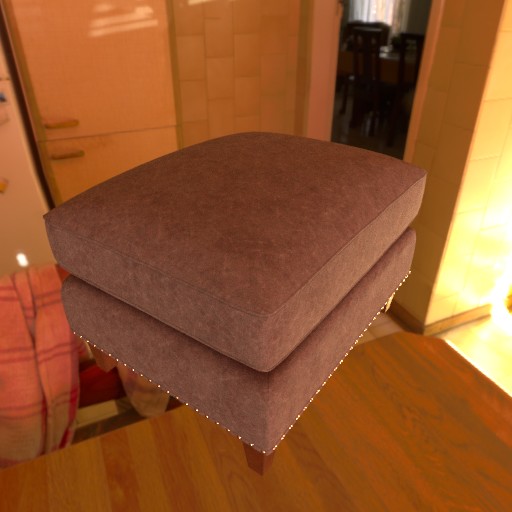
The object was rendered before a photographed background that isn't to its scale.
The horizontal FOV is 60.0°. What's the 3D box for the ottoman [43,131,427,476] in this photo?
[{"bbox_3d":[0.000,0.000,1.107,0.584,0.513,0.741,20,36,30],"label":"ottoman"}]
